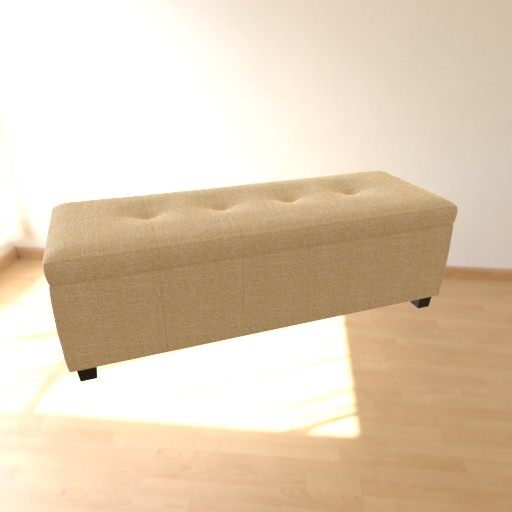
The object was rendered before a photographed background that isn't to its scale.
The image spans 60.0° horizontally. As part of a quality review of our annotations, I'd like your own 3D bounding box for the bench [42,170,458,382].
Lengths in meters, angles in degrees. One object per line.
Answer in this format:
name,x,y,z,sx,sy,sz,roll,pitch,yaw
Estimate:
bench,0.000,0.000,1.472,1.219,0.406,0.432,-9,28,-17
